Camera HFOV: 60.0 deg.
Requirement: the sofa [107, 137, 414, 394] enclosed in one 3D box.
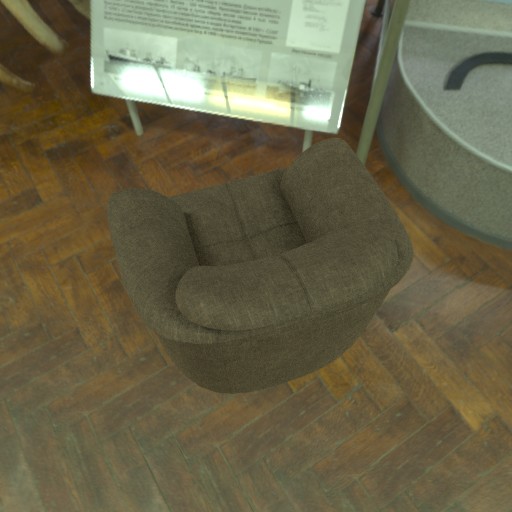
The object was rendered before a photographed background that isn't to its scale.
[{"bbox_3d":[0.000,0.000,1.512,0.870,0.811,0.794,-16,61,-9],"label":"sofa"}]
